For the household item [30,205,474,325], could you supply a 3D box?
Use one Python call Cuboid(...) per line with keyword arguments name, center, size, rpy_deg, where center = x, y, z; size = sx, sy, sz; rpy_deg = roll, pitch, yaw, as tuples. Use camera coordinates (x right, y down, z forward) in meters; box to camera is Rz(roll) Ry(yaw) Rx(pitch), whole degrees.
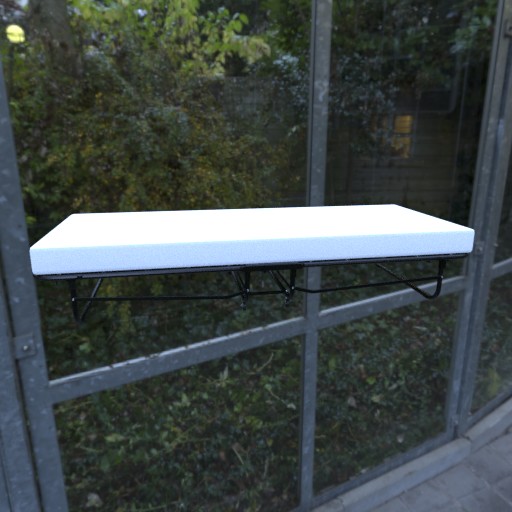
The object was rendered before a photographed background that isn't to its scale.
Cuboid(name="household item", center=(0.000, 0.000, 2.206), size=(1.905, 0.356, 0.787), rpy_deg=(-3, 16, -10))
